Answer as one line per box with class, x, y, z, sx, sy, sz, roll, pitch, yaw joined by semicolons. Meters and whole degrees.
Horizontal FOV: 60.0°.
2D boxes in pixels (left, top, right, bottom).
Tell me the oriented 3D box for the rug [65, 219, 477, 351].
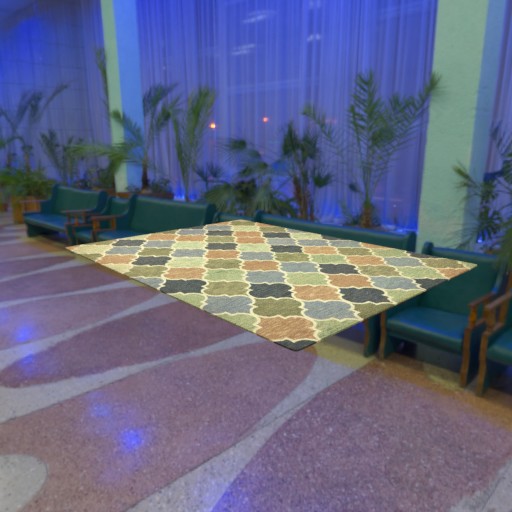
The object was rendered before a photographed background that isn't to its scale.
rug;0.000;0.000;4.269;2.439;0.013;3.200;-13;20;-42
